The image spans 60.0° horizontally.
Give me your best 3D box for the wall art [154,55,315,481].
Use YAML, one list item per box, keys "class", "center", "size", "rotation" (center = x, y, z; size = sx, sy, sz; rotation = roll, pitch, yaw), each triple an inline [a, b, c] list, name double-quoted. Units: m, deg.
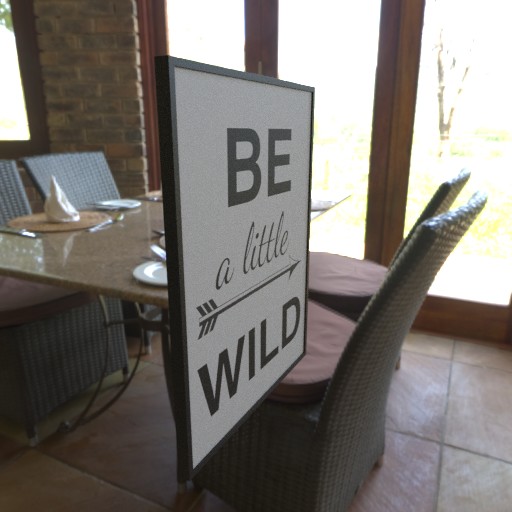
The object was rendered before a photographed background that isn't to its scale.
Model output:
- class: "wall art"
  center: [0.000, 0.000, 1.401]
  size: [0.038, 1.062, 0.806]
  rotation: [9, 18, 28]
